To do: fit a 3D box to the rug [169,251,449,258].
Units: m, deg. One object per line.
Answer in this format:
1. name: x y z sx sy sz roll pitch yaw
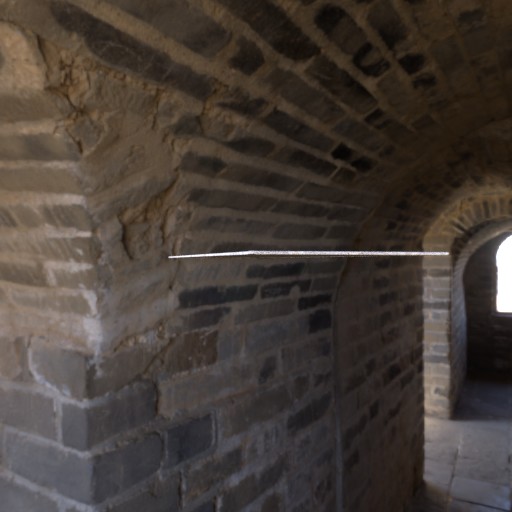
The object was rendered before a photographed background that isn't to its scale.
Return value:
1. rug: 0.000 0.000 2.727 0.807 0.013 2.436 0 -1 -17
